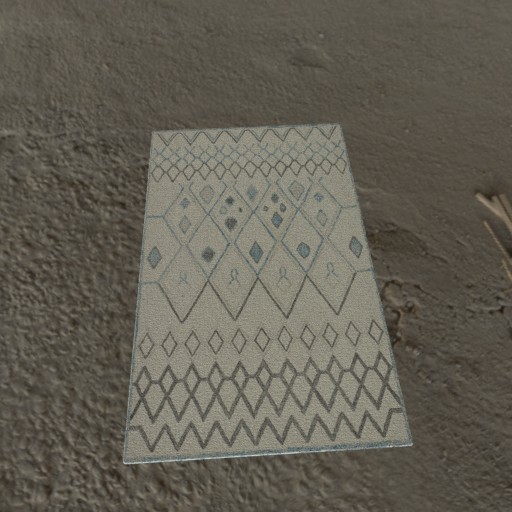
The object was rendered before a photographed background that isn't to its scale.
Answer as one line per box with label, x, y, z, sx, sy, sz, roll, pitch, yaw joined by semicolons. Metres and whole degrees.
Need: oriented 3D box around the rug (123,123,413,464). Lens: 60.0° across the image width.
rug;0.000;0.000;2.951;1.524;0.015;2.439;-3;59;-2
